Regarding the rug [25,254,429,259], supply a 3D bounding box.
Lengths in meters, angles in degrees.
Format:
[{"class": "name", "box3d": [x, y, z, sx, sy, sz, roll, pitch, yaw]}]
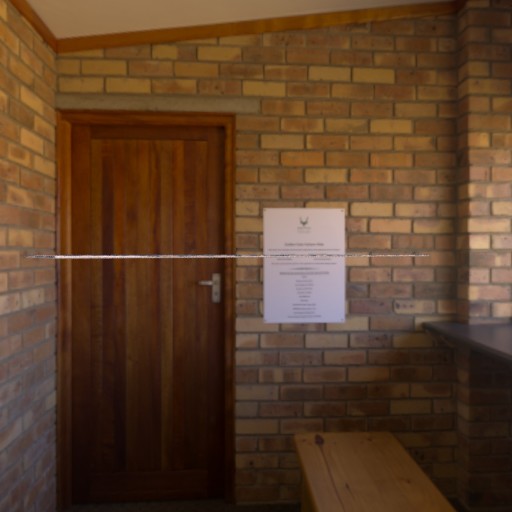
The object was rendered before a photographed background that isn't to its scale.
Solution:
[{"class": "rug", "box3d": [0.000, 0.000, 2.732, 2.446, 0.011, 0.768, 0, 0, -35]}]
